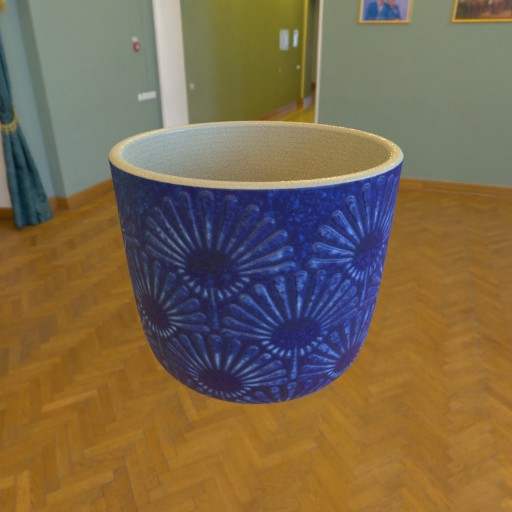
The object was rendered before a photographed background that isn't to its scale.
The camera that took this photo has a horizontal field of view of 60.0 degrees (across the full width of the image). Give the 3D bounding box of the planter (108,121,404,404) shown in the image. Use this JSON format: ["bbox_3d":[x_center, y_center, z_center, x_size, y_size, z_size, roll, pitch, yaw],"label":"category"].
[{"bbox_3d":[0.000,0.000,0.217,0.124,0.109,0.124,0,26,0],"label":"planter"}]
